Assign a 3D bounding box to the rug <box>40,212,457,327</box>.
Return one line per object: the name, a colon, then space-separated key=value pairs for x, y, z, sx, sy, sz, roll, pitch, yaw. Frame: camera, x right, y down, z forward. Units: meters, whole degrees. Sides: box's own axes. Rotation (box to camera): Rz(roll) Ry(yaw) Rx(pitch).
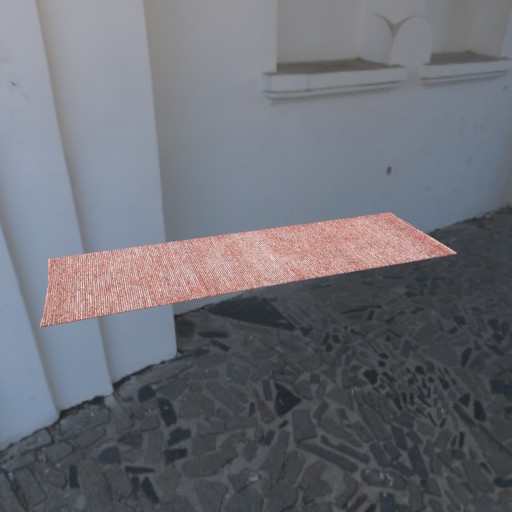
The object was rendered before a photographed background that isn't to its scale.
rug: x=0.000 y=0.000 z=2.657 sx=2.353 sy=0.013 sz=0.718 roll=-9 pitch=28 yaw=-17
